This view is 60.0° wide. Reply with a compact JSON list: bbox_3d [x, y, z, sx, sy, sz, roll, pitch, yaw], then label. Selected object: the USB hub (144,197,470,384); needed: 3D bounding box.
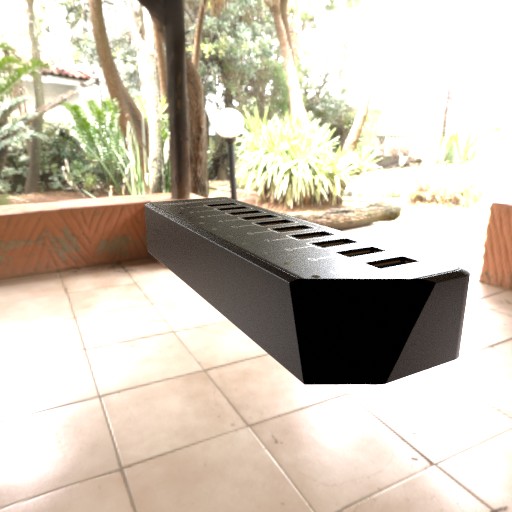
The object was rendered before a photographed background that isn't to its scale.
[{"bbox_3d":[0.000,0.000,0.161,0.044,0.023,0.145,-8,18,-27],"label":"USB hub"}]
